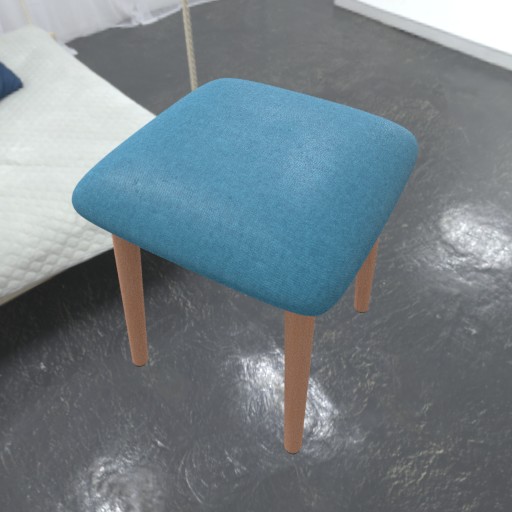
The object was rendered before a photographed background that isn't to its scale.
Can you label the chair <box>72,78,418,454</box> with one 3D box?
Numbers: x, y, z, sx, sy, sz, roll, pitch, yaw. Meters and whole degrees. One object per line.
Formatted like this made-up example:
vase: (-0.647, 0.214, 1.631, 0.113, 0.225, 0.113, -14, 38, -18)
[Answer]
chair: (0.000, 0.000, 0.703, 0.360, 0.450, 0.360, 23, 52, 19)
